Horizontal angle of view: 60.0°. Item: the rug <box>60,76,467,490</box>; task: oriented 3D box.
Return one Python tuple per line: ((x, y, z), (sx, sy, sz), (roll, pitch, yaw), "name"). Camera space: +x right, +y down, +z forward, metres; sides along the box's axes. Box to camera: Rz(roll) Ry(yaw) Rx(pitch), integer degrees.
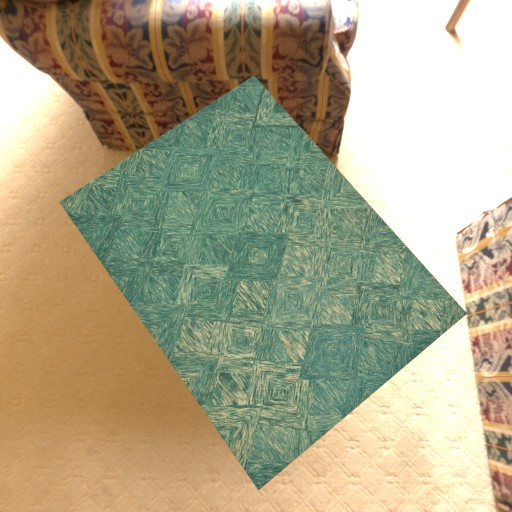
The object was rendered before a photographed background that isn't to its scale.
((0.000, 0.000, 4.204), (2.405, 0.027, 3.217), (-36, 77, -10), "rug")
